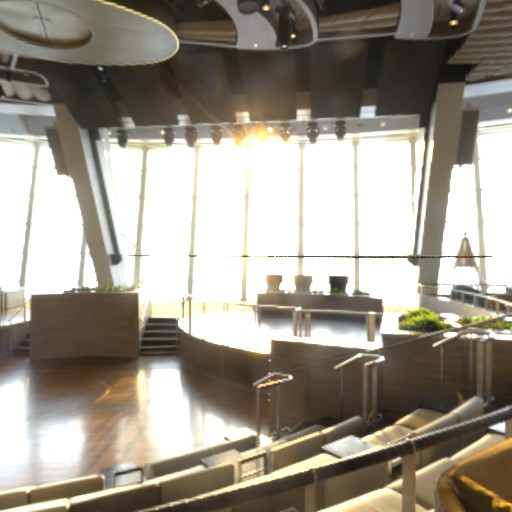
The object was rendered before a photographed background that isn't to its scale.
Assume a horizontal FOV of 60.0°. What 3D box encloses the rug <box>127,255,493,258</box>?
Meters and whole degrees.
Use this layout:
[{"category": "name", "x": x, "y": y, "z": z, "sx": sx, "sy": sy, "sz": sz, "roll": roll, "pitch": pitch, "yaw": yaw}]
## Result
[{"category": "rug", "x": 0.000, "y": 0.000, "z": 2.474, "sx": 0.686, "sy": 0.008, "sz": 2.286, "roll": 0, "pitch": 0, "yaw": -36}]
